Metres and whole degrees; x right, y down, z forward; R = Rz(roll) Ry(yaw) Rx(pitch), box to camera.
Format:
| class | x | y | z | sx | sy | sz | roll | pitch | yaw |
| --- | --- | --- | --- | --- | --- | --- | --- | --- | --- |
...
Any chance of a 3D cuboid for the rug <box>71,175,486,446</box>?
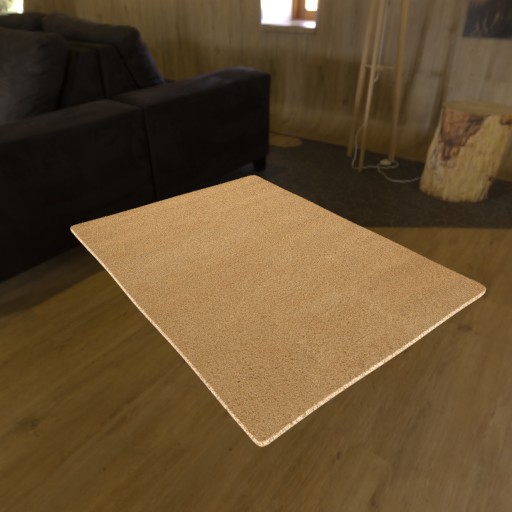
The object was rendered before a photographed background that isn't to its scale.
| class | x | y | z | sx | sy | sz | roll | pitch | yaw |
| --- | --- | --- | --- | --- | --- | --- | --- | --- | --- |
| rug | 0.000 | 0.000 | 2.061 | 1.199 | 0.025 | 1.600 | -22 | 38 | -31 |
